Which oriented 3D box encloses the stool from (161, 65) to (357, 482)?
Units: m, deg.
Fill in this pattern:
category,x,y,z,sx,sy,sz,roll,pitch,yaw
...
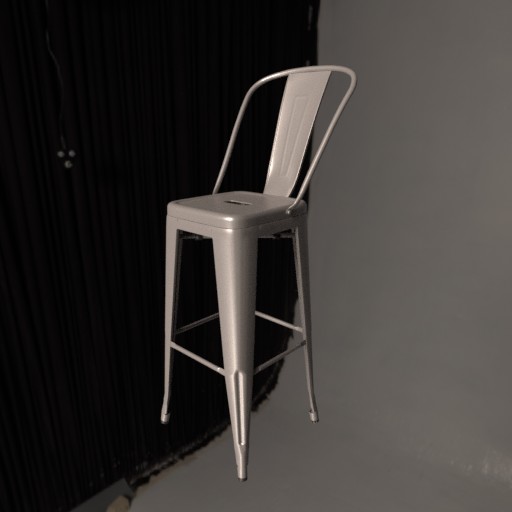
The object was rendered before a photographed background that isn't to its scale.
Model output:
category,x,y,z,sx,sy,sz,roll,pitch,yaw
stool,0.000,0.000,1.336,0.399,1.096,0.513,15,23,41
